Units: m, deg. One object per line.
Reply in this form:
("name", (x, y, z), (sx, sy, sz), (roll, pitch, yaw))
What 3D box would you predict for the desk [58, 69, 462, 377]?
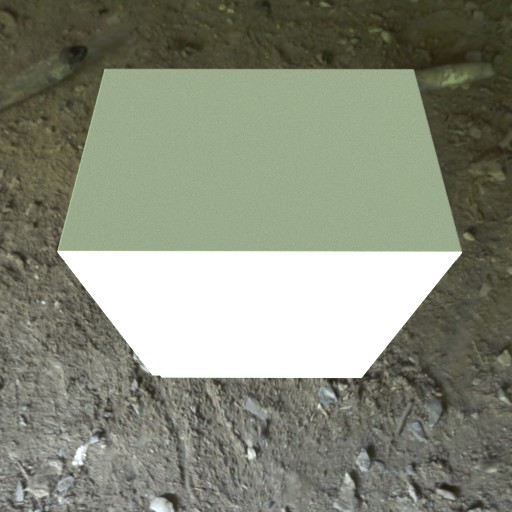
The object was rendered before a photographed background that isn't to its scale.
("desk", (0.000, 0.000, 1.060), (0.600, 0.730, 0.404), (0, 60, 0))
